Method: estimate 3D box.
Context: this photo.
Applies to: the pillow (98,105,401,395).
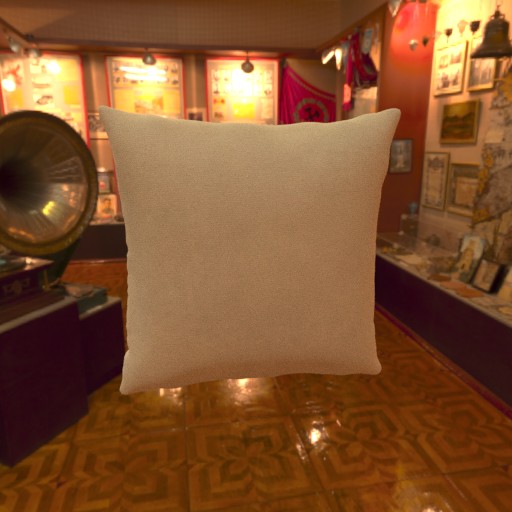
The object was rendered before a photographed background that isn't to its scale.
[{"bbox_3d":[0.000,0.000,0.678,0.433,0.434,0.196,-2,14,-8],"label":"pillow"}]
